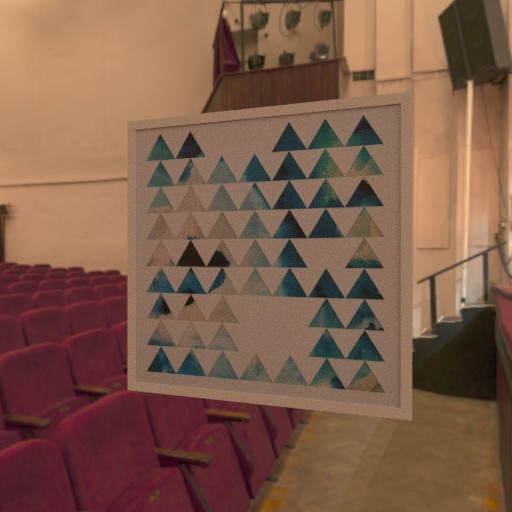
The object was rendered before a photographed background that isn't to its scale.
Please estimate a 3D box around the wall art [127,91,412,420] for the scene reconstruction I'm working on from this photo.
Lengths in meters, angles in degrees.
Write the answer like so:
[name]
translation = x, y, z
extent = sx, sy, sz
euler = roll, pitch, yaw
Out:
[wall art]
translation = 0.000, 0.000, 1.218
extent = 0.809, 0.809, 0.012
euler = 0, 0, 18
